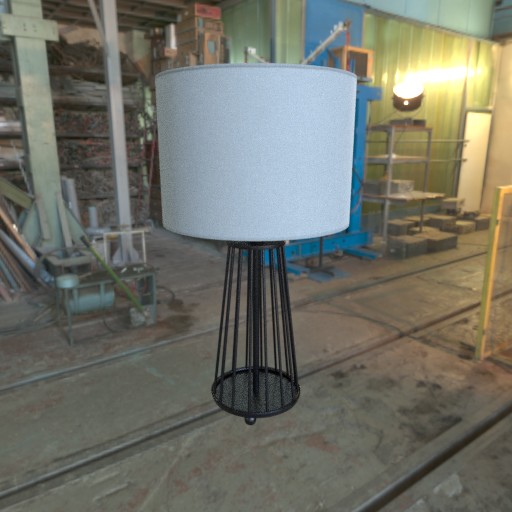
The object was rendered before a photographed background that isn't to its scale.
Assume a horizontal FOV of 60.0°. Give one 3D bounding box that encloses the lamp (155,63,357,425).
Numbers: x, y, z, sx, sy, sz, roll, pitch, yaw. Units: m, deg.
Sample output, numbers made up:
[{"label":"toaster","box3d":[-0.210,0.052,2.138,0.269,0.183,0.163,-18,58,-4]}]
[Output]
[{"label":"lamp","box3d":[0.000,0.000,0.796,0.322,0.593,0.322,2,15,8]}]
